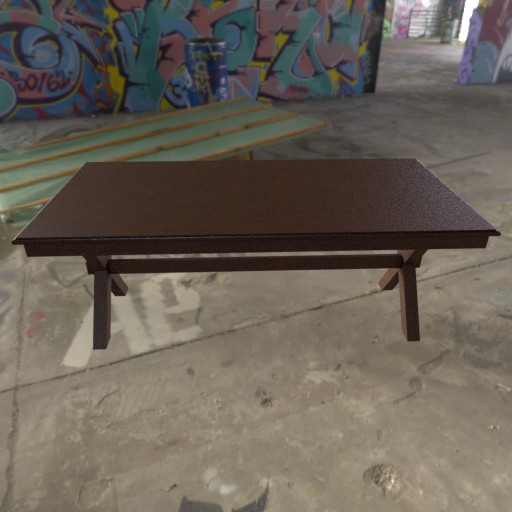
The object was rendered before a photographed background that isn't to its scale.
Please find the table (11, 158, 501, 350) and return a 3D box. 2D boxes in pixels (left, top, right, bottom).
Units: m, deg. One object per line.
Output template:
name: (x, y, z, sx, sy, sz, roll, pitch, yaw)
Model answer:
table: (0.000, 0.000, 1.451, 1.197, 0.459, 0.594, -1, 30, -2)
